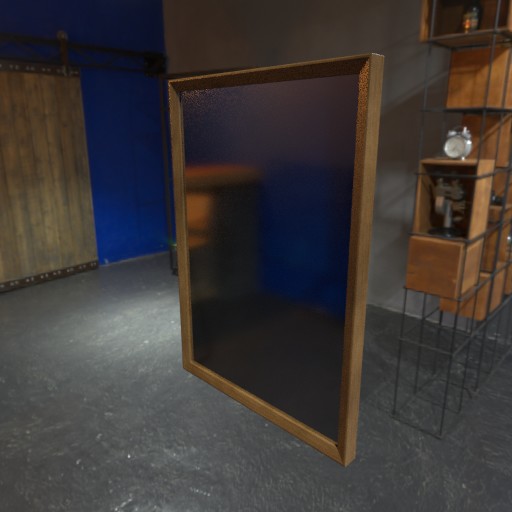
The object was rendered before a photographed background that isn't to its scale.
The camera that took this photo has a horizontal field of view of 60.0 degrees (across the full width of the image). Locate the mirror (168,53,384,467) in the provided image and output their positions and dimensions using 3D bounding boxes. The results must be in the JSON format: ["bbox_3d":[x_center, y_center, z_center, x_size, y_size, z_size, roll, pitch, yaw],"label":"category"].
[{"bbox_3d":[0.000,0.000,0.914,0.508,0.711,0.039,15,22,43],"label":"mirror"}]
